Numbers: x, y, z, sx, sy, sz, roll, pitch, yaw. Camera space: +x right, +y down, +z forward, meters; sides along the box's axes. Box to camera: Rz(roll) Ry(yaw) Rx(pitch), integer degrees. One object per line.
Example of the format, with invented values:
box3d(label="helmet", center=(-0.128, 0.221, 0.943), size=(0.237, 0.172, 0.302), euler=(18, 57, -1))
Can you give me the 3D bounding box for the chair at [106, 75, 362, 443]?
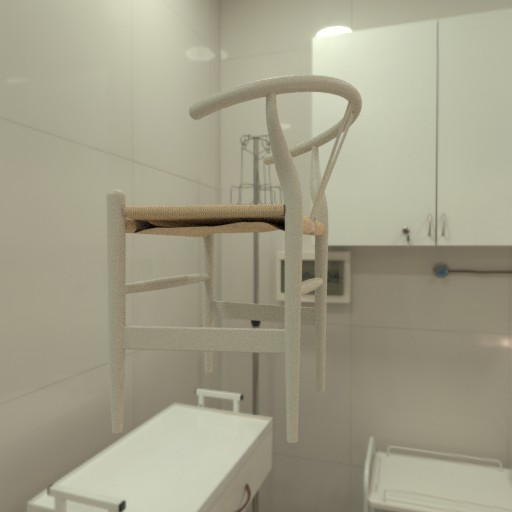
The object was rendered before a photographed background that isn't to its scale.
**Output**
box3d(label="chair", center=(0.000, 0.000, 1.081), size=(0.500, 0.736, 0.533), euler=(0, 1, 18))
